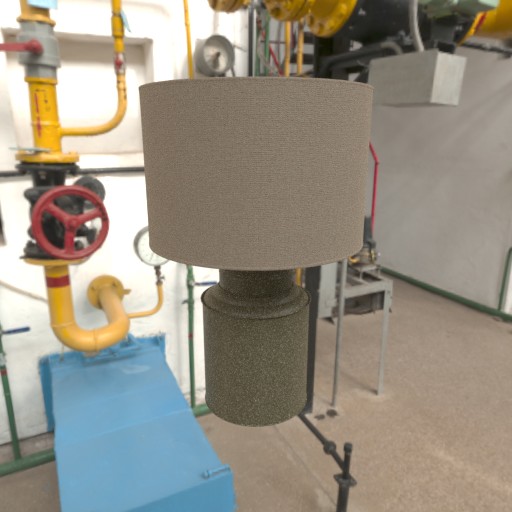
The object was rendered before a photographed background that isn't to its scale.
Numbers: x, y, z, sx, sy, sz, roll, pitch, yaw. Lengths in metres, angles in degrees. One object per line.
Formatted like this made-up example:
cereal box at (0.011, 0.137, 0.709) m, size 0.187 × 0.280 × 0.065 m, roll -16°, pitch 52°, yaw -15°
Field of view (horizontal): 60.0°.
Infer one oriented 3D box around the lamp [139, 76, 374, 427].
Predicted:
lamp at (0.000, 0.000, 0.683) m, size 0.318 × 0.486 × 0.318 m, roll 0°, pitch 16°, yaw 0°
